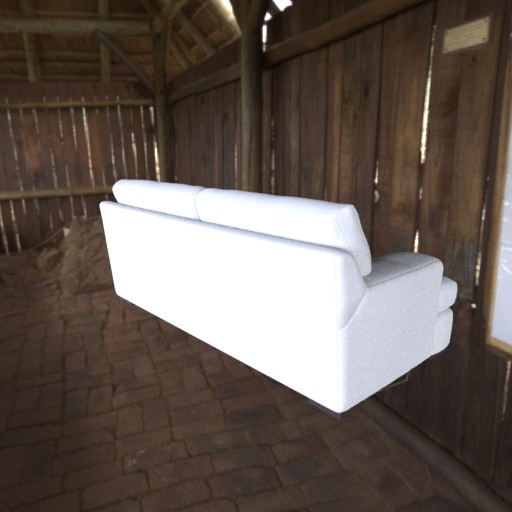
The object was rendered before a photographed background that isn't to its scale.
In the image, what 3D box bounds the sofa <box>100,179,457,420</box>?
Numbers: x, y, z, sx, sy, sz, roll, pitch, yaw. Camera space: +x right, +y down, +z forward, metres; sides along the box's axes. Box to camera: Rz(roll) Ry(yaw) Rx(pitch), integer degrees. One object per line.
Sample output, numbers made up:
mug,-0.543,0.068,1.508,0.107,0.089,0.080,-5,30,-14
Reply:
sofa,0.000,0.000,2.894,1.143,0.940,2.261,-12,19,-41
